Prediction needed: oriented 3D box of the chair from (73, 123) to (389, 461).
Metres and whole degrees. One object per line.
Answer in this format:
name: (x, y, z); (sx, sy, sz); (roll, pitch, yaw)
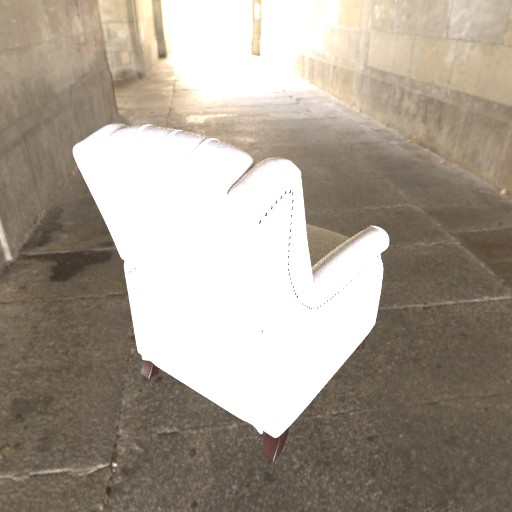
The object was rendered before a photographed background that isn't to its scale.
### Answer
chair: (0.000, 0.000, 1.621); (0.742, 1.035, 0.902); (20, 35, 32)
